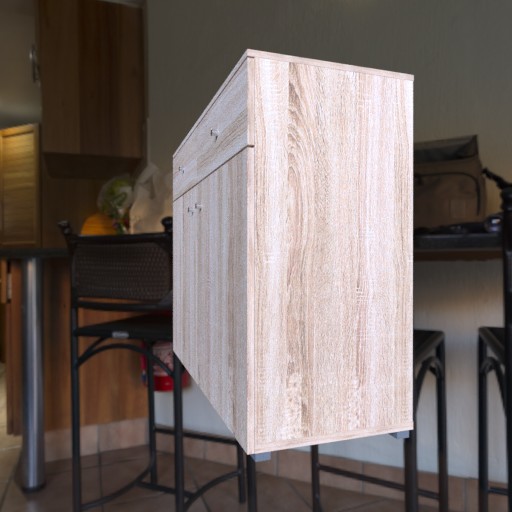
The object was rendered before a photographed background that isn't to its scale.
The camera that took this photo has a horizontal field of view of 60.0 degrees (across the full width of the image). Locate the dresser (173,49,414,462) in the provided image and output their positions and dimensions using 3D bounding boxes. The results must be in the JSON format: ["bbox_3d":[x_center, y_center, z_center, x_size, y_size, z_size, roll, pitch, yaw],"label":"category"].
[{"bbox_3d":[0.000,0.000,1.546,0.450,0.900,1.100,0,0,-19],"label":"dresser"}]
